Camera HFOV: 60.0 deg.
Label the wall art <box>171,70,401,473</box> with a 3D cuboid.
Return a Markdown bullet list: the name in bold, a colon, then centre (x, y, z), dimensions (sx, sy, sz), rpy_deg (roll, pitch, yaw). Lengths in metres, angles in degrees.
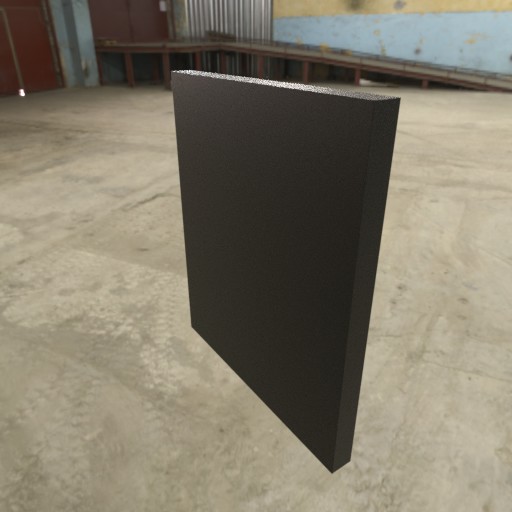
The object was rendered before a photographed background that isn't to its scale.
- **wall art**: centre (0.000, 0.000, 0.516), dimensions (0.028, 0.380, 0.325), rpy_deg (-17, 31, -31)
